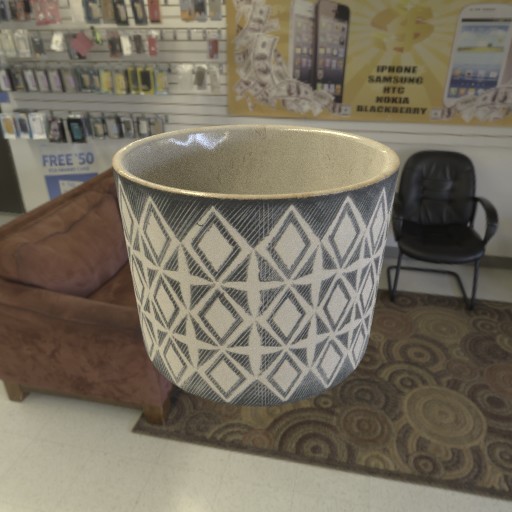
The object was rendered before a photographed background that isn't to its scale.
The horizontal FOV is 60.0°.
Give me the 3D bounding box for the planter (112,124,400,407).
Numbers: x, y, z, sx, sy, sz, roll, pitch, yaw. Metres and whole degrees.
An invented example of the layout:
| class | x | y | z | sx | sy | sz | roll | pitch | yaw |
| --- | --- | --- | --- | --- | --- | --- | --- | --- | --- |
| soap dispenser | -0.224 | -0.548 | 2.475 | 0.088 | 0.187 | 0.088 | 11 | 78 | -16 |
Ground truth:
| class | x | y | z | sx | sy | sz | roll | pitch | yaw |
| --- | --- | --- | --- | --- | --- | --- | --- | --- | --- |
| planter | 0.000 | 0.000 | 0.345 | 0.192 | 0.165 | 0.192 | 0 | 27 | 0 |
